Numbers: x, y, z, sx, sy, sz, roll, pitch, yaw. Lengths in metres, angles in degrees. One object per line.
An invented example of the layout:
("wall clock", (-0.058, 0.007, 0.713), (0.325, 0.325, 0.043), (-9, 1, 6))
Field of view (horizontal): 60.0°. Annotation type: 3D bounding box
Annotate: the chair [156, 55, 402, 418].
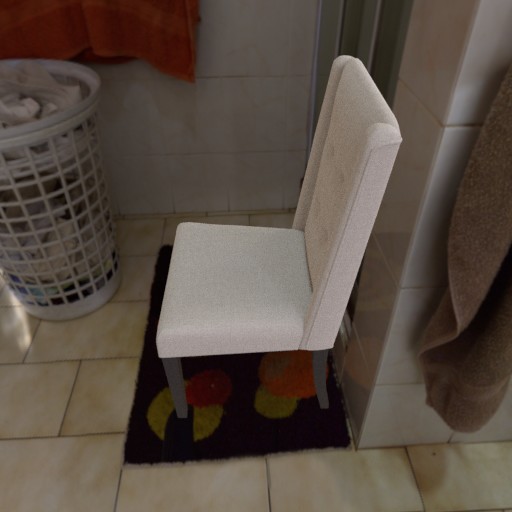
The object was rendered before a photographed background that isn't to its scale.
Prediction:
("chair", (0.000, 0.000, 1.252), (0.523, 0.961, 0.474), (-1, 41, -1))
